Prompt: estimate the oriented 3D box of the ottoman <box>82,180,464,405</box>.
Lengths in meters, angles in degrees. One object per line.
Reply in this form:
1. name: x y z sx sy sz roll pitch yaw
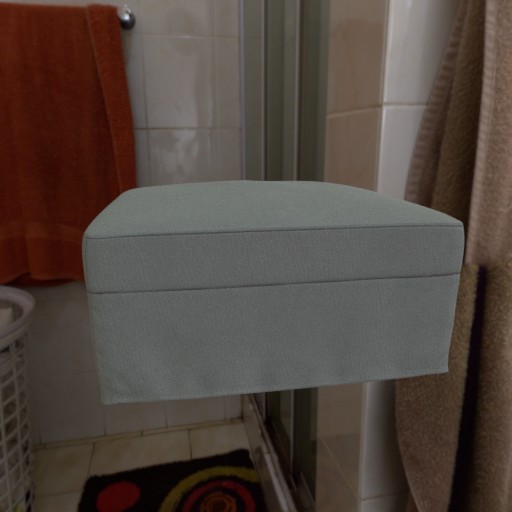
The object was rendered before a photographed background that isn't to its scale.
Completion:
1. ottoman: 0.000 0.000 1.346 0.843 0.441 0.842 -3 15 -9
